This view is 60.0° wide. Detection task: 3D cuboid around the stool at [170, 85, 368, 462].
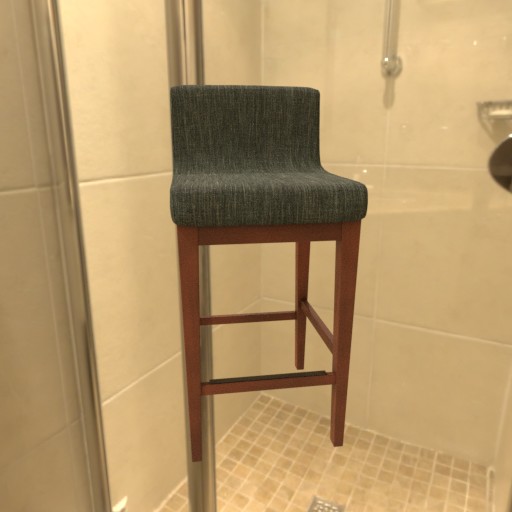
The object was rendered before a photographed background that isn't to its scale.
[{"bbox_3d":[0.000,0.000,1.104,0.395,0.835,0.459,-2,15,-8],"label":"stool"}]
